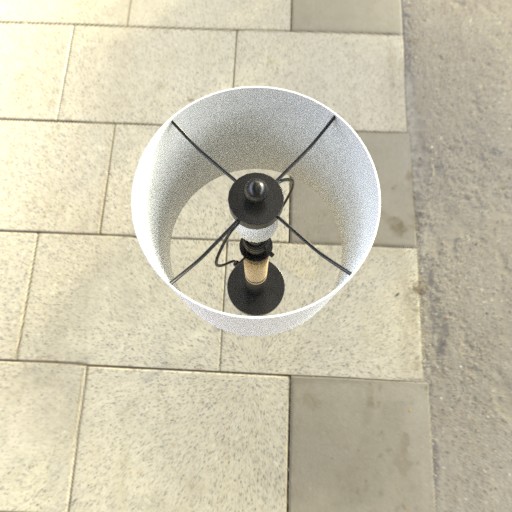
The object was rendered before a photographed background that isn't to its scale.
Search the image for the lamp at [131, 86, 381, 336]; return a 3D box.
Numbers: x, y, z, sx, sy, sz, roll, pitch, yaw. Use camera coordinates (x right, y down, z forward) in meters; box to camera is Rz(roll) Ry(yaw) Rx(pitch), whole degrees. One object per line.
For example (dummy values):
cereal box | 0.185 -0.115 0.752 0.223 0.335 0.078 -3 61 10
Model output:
lamp | 0.000 0.000 0.827 0.305 0.640 0.305 0 75 0
